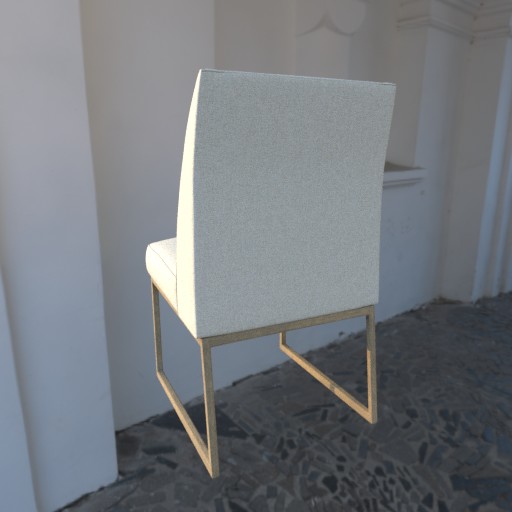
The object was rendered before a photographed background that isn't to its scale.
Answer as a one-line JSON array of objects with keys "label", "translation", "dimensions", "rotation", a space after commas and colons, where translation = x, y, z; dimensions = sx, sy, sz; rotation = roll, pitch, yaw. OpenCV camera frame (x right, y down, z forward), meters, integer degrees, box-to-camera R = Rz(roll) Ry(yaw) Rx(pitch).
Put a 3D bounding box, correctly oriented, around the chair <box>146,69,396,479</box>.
[{"label": "chair", "translation": [0.000, 0.000, 1.218], "dimensions": [0.508, 0.863, 0.522], "rotation": [-7, 16, -25]}]
